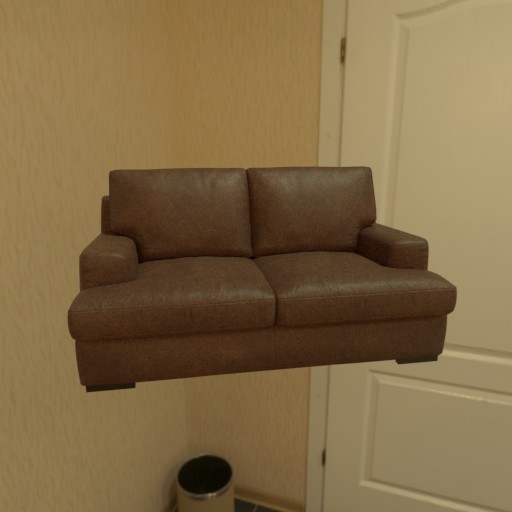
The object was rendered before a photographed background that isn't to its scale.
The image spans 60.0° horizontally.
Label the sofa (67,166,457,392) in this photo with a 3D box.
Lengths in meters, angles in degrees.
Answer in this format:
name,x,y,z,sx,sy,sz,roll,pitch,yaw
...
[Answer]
name,x,y,z,sx,sy,sz,roll,pitch,yaw
sofa,0.000,0.000,2.525,1.880,0.939,1.143,-3,16,-9
